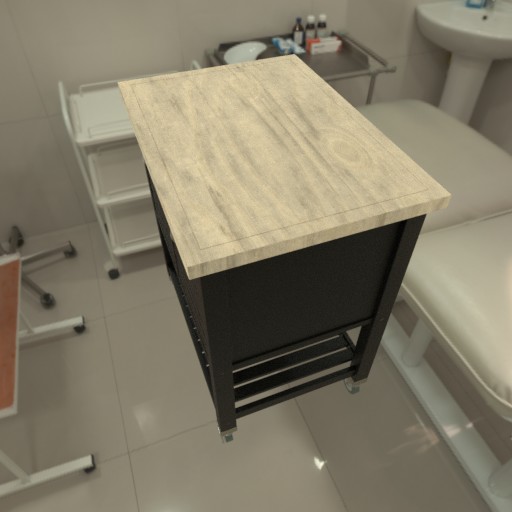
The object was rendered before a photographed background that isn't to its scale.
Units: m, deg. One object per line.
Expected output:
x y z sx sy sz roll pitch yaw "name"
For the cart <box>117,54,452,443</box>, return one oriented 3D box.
0.000 0.000 1.441 0.567 0.920 0.797 -15 48 -15 "cart"
